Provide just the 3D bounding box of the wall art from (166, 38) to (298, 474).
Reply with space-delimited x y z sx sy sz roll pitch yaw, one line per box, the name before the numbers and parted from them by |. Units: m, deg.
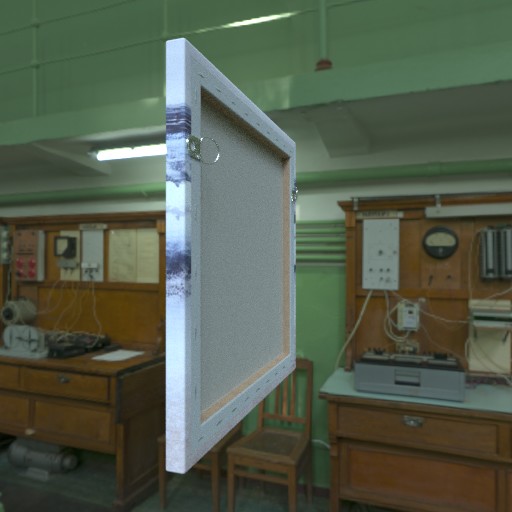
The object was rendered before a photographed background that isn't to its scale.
wall art | 0.000 0.000 1.112 0.065 0.747 0.755 0 0 20
